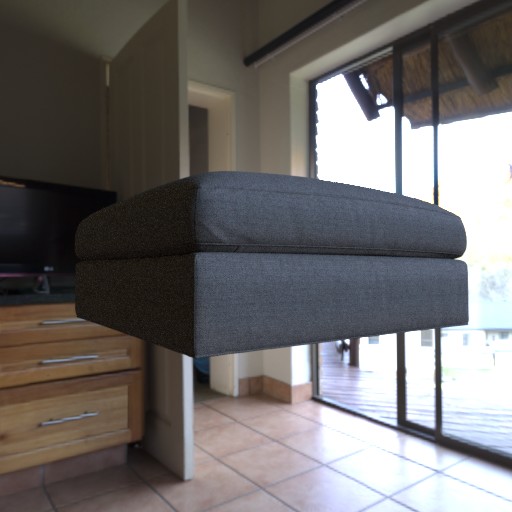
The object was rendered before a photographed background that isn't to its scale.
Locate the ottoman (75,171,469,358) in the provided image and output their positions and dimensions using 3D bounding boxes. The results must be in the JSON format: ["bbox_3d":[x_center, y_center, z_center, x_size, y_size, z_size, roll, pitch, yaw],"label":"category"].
[{"bbox_3d":[0.000,0.000,1.606,1.041,0.470,1.041,1,-2,-35],"label":"ottoman"}]
